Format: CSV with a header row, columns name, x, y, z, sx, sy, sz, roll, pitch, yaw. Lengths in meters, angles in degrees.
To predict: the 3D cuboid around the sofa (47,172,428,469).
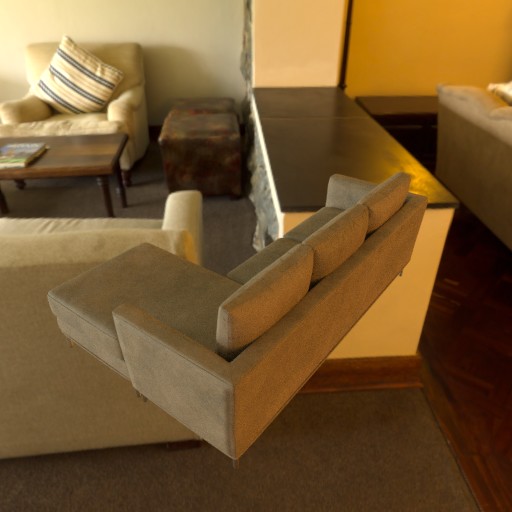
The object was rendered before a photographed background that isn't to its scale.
name,x,y,z,sx,sy,sz,roll,pitch,yaw
sofa,0.000,0.000,3.256,1.622,0.987,2.438,22,38,31
